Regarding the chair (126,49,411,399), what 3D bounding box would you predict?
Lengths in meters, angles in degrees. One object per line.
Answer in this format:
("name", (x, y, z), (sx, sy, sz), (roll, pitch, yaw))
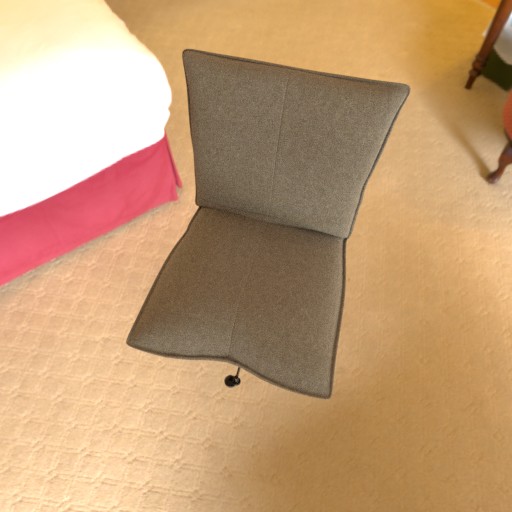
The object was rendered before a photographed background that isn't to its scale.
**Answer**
("chair", (0.000, 0.000, 1.293), (0.597, 0.811, 0.696), (14, 59, 8))
